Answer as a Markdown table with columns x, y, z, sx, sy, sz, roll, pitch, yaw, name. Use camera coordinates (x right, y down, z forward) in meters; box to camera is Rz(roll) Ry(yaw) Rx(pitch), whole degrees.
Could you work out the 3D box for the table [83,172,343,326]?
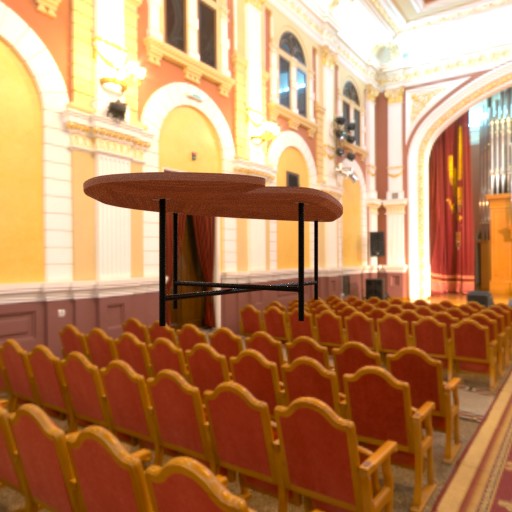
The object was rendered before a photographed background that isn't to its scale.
| x | y | z | sx | sy | sz | roll | pitch | yaw | name |
| --- | --- | --- | --- | --- | --- | --- | --- | --- | --- |
| 0.000 | 0.000 | 1.481 | 0.598 | 0.360 | 1.199 | 0 | 0 | 36 | table |
